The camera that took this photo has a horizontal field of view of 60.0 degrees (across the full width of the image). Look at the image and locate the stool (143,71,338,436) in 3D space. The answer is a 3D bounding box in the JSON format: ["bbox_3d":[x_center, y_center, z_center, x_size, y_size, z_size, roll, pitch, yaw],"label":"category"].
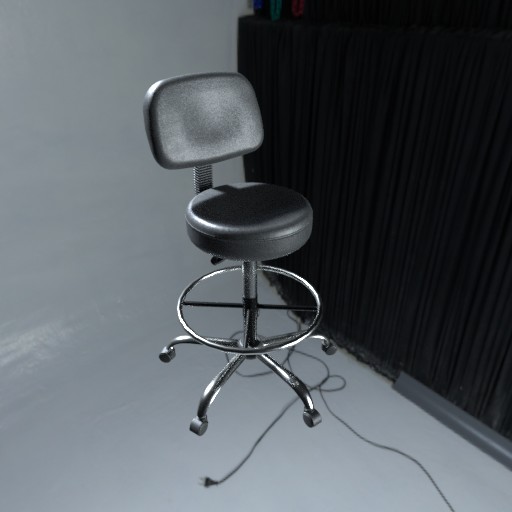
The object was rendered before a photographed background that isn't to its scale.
[{"bbox_3d":[0.000,0.000,1.463,0.694,1.069,0.658,-22,37,-33],"label":"stool"}]
